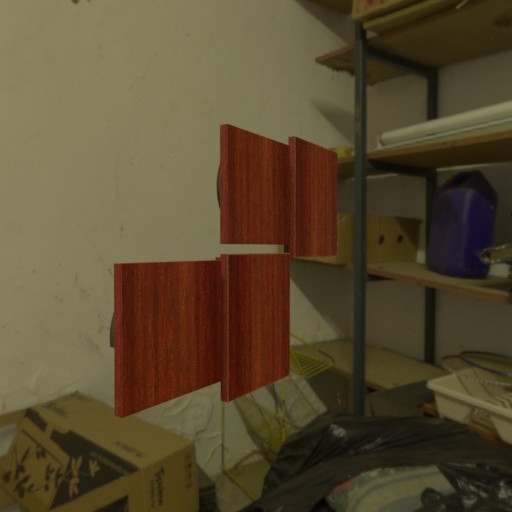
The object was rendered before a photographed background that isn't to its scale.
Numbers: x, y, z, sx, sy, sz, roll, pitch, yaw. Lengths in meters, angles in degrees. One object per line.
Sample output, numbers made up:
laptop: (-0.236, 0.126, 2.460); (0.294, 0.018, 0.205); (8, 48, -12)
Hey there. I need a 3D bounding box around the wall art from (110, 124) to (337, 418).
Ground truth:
wall art: (0.000, 0.000, 0.842); (0.030, 0.497, 0.635); (1, 1, 36)
